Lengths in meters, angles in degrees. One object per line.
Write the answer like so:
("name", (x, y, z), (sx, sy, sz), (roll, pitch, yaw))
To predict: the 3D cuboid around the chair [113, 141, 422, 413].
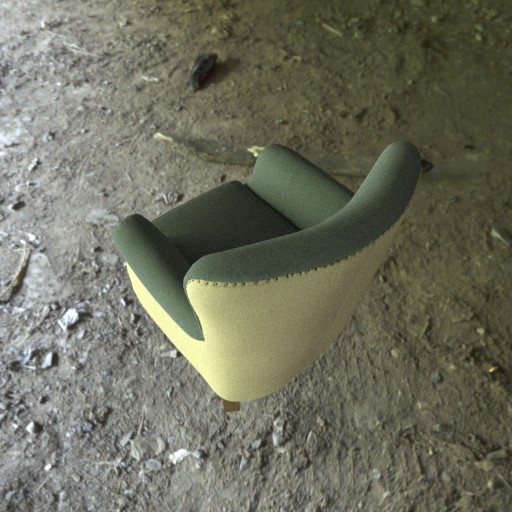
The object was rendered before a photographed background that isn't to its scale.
("chair", (0.000, 0.000, 1.665), (0.861, 0.936, 0.921), (-33, 55, -27))
